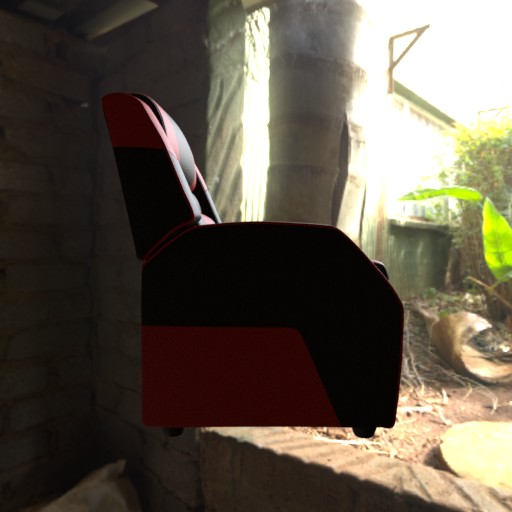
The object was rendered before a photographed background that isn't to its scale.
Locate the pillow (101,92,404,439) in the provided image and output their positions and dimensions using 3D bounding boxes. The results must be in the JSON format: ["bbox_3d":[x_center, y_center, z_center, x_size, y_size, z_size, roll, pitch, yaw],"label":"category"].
[{"bbox_3d":[0.000,0.000,1.269,0.672,0.805,0.620,0,1,1],"label":"pillow"}]
